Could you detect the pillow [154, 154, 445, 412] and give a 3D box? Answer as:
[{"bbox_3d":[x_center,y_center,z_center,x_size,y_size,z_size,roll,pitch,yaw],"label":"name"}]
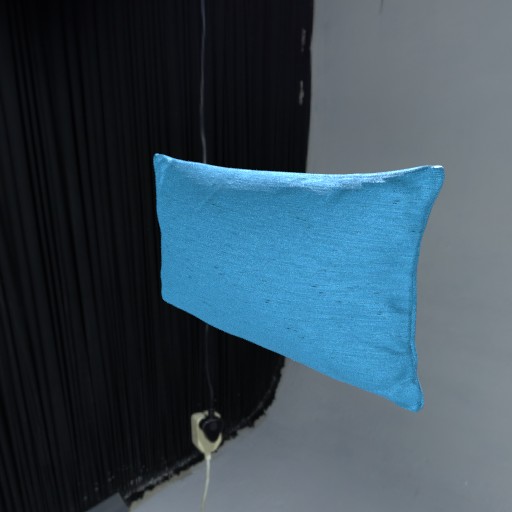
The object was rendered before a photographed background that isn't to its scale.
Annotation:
[{"bbox_3d":[0.000,0.000,0.783,0.210,0.338,0.633,-14,21,-43],"label":"pillow"}]
